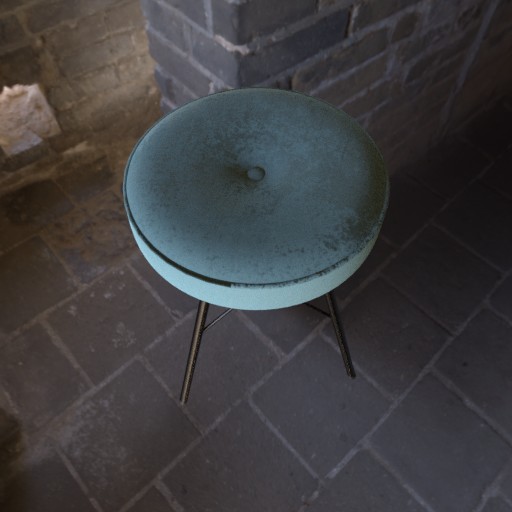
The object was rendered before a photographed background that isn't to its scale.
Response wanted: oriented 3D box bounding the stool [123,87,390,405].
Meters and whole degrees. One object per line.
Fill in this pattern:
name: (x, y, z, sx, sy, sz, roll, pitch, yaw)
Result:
stool: (0.000, 0.000, 0.885, 0.458, 0.519, 0.457, 0, 58, 0)
